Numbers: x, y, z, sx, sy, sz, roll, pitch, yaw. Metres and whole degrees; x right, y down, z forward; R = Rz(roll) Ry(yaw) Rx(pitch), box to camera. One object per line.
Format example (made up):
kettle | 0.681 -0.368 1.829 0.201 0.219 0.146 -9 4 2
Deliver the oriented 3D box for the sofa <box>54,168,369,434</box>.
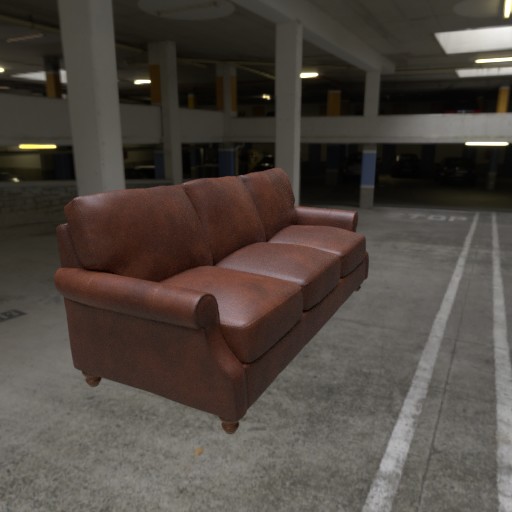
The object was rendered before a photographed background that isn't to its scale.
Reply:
sofa | 0.000 0.000 2.809 0.973 0.977 2.351 8 17 26
